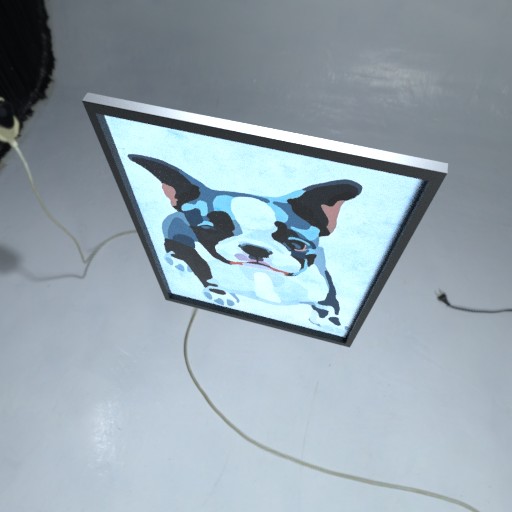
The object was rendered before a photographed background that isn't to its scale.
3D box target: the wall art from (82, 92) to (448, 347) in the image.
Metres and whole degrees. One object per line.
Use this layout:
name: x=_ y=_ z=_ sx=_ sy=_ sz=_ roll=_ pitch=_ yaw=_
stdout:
wall art: x=0.000 y=0.000 z=1.358 sx=0.774 sy=1.027 sz=0.030 roll=13 pitch=61 yaw=8
